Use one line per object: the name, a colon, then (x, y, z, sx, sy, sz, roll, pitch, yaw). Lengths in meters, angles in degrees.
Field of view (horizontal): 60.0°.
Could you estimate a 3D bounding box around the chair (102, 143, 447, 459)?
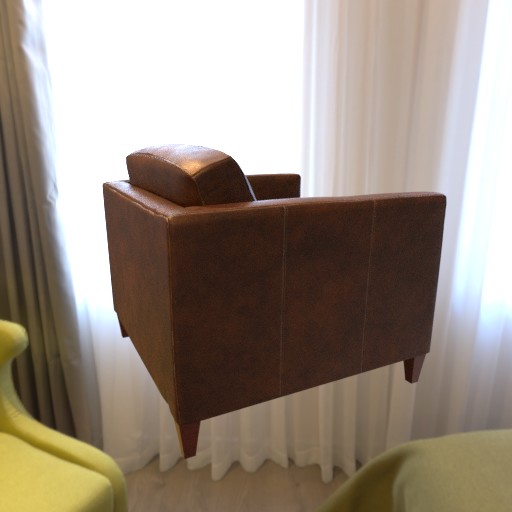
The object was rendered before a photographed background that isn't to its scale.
chair: (0.000, 0.000, 1.742, 0.975, 0.864, 0.990, -8, 17, -26)
